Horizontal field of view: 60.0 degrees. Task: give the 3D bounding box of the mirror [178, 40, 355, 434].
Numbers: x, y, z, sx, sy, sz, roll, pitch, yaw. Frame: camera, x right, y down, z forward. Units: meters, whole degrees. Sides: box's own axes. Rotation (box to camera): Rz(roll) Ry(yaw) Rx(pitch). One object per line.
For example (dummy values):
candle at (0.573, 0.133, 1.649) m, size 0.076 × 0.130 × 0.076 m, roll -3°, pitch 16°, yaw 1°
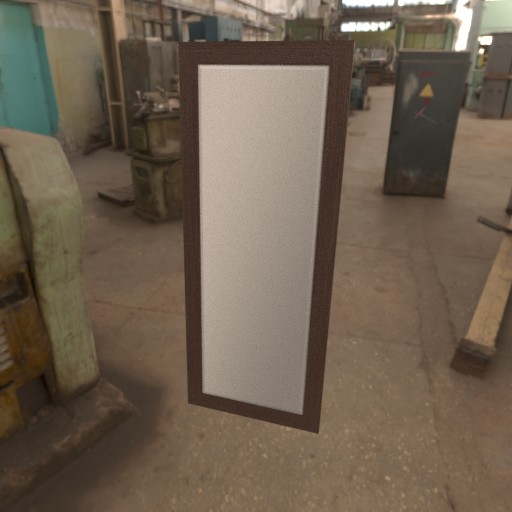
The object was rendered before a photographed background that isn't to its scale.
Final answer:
mirror at (0.000, 0.000, 2.309) m, size 0.812 × 2.020 × 0.221 m, roll 7°, pitch 25°, yaw 16°
